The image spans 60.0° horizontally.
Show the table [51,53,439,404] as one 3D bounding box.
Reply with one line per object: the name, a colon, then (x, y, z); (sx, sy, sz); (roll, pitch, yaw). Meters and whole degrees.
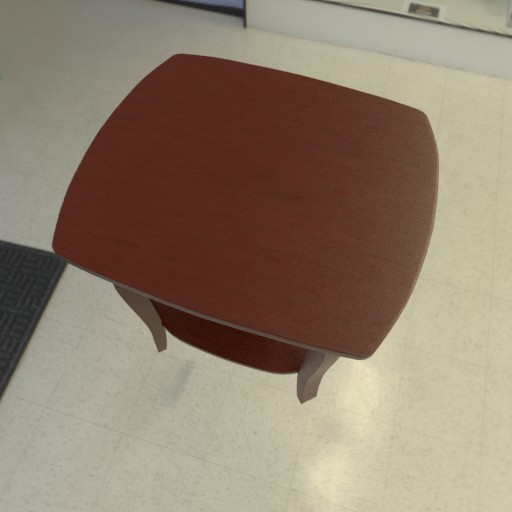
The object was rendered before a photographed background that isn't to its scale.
table: (0.000, 0.000, 0.847); (0.502, 0.496, 0.433); (17, 64, 9)
